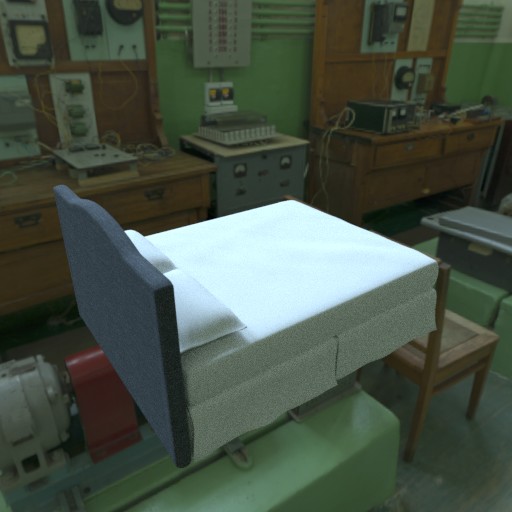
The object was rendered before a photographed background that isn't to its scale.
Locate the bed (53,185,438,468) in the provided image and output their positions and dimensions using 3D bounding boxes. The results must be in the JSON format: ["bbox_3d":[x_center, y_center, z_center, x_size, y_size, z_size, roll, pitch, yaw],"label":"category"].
[{"bbox_3d":[0.000,0.000,3.909,2.689,1.457,2.161,-18,32,-31],"label":"bed"}]
